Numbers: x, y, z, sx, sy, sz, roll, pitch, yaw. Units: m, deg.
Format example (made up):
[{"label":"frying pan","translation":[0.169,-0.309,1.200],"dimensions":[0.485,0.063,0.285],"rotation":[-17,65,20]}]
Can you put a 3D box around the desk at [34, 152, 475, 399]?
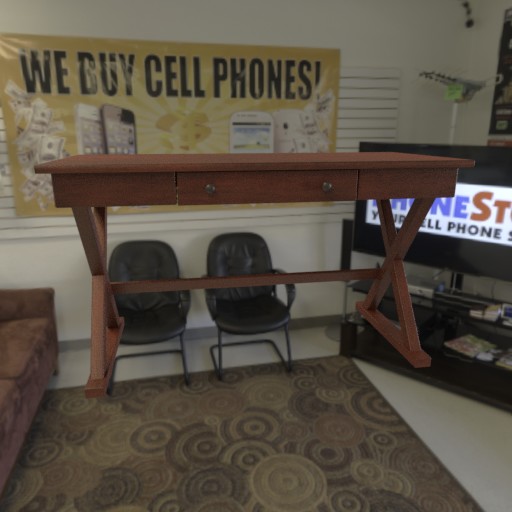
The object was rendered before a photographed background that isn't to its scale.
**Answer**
[{"label":"desk","translation":[0.000,0.000,1.745],"dimensions":[1.372,0.761,0.600],"rotation":[-3,16,-9]}]
